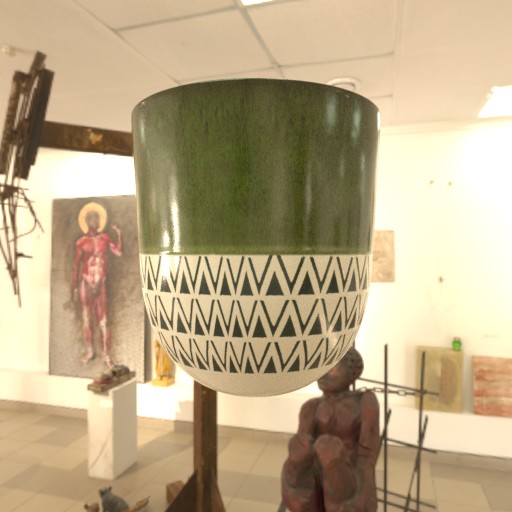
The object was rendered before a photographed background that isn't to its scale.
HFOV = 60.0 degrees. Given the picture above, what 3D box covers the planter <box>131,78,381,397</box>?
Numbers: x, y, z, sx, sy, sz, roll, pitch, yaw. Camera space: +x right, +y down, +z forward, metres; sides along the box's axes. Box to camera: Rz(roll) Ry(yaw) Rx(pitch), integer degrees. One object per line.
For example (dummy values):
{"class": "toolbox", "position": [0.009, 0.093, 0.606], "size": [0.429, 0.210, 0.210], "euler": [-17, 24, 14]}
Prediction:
{"class": "planter", "position": [0.000, 0.000, 0.454], "size": [0.245, 0.270, 0.245], "euler": [0, 1, 0]}
